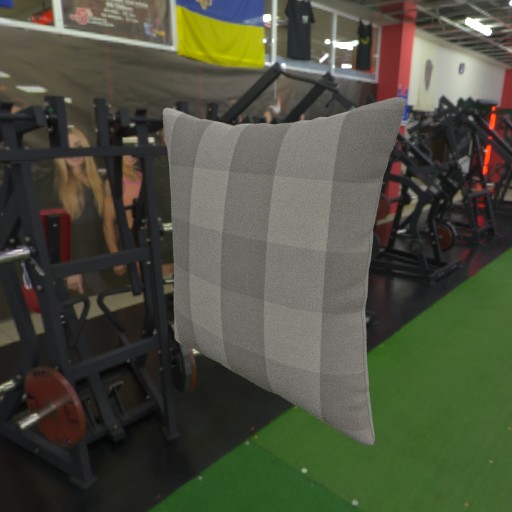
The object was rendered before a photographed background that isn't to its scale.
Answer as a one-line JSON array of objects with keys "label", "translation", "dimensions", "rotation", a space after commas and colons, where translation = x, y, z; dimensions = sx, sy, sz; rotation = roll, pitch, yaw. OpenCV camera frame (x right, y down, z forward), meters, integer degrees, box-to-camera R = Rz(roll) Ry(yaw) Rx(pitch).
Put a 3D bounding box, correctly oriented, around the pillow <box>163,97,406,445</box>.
[{"label": "pillow", "translation": [0.000, 0.000, 0.782], "dimensions": [0.511, 0.509, 0.161], "rotation": [16, 22, 42]}]
